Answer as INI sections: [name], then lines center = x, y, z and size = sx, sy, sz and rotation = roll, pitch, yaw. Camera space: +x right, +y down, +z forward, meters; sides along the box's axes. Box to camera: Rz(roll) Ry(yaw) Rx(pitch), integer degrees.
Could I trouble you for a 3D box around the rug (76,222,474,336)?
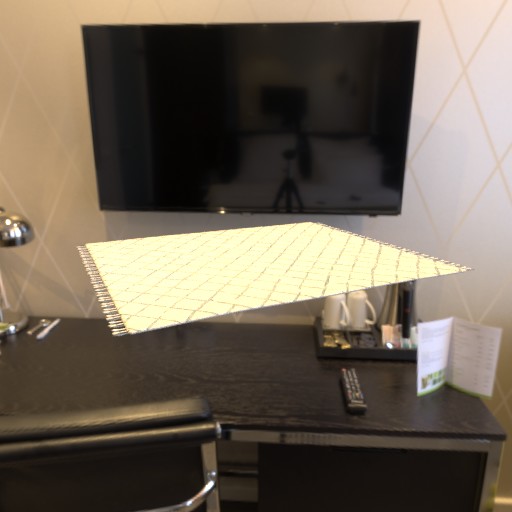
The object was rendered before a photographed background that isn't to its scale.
[rug]
center = 0.000, 0.000, 4.996
size = 3.585, 0.036, 2.892
rotation = -7, 17, -25
